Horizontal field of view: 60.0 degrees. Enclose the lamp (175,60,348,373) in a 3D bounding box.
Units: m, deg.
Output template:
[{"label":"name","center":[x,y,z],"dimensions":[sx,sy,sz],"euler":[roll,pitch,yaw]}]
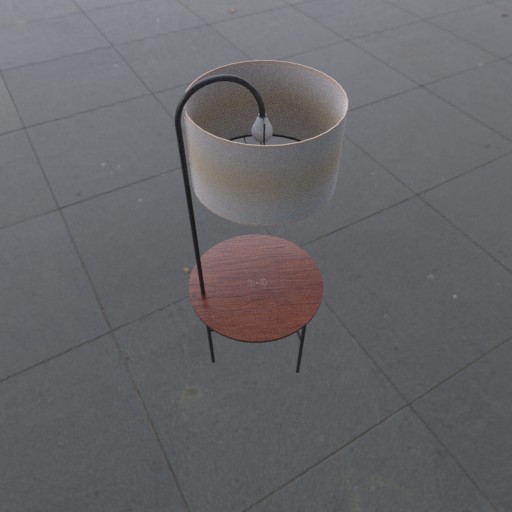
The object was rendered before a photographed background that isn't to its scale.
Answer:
[{"label":"lamp","center":[0.000,0.000,1.766],"dimensions":[0.573,1.517,0.573],"euler":[0,49,0]}]
